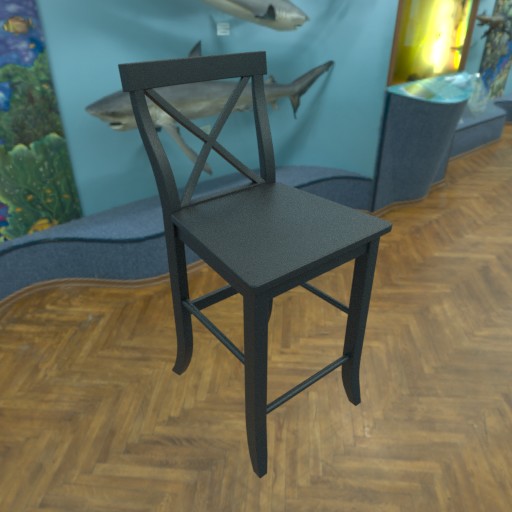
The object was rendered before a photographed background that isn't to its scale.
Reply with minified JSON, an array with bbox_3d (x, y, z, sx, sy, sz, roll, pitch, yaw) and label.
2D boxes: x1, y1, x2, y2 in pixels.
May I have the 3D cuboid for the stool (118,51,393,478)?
[{"bbox_3d":[0.000,0.000,1.246,0.452,0.989,0.559,-22,37,-32],"label":"stool"}]
